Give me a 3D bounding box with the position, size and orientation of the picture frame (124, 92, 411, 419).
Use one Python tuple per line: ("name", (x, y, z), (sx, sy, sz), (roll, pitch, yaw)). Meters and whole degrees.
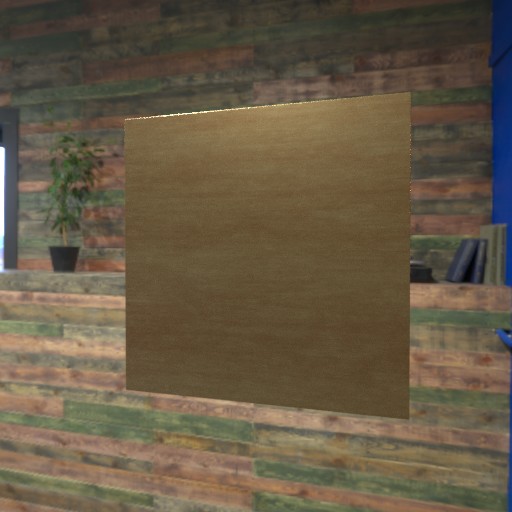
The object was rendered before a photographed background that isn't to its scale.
("picture frame", (0.000, 0.000, 1.155), (0.758, 0.761, 0.037), (0, 1, 17))
